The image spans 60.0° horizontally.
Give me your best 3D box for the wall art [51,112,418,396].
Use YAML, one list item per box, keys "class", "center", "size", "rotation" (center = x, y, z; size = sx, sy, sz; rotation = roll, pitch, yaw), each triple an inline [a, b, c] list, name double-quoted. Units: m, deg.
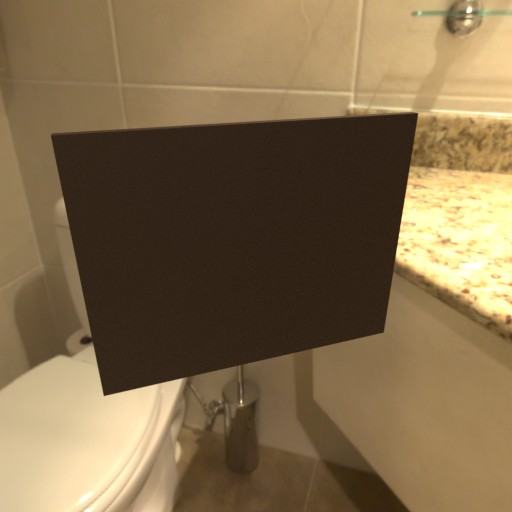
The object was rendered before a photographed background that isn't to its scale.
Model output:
- class: "wall art"
  center: [0.000, 0.000, 1.623]
  size: [1.207, 0.952, 0.034]
  rotation: [-9, 28, -17]
